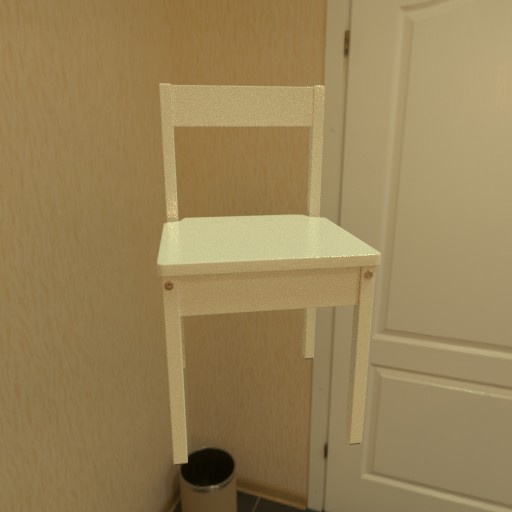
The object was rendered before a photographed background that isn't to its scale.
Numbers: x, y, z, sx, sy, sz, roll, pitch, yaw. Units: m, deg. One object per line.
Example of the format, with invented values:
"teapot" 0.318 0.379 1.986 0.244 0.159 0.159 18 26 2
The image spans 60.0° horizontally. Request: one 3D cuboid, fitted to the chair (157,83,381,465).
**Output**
"chair" 0.000 0.000 0.888 0.367 0.668 0.361 -3 17 -9
